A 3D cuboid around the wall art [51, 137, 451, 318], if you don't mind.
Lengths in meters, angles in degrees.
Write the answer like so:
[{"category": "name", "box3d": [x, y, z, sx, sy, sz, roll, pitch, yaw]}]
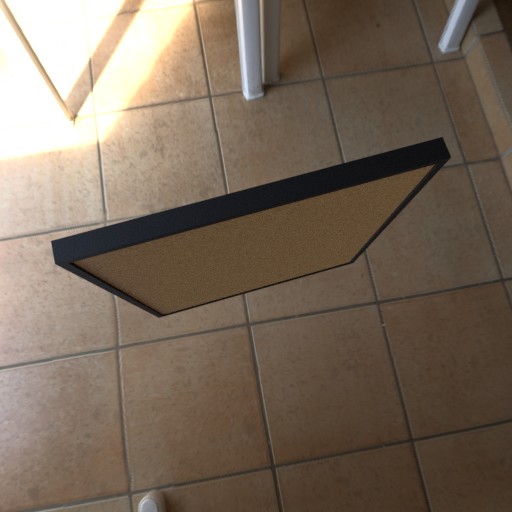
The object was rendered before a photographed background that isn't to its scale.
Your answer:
[{"category": "wall art", "box3d": [0.000, 0.000, 0.542, 0.330, 0.381, 0.019, -15, 76, -4]}]
